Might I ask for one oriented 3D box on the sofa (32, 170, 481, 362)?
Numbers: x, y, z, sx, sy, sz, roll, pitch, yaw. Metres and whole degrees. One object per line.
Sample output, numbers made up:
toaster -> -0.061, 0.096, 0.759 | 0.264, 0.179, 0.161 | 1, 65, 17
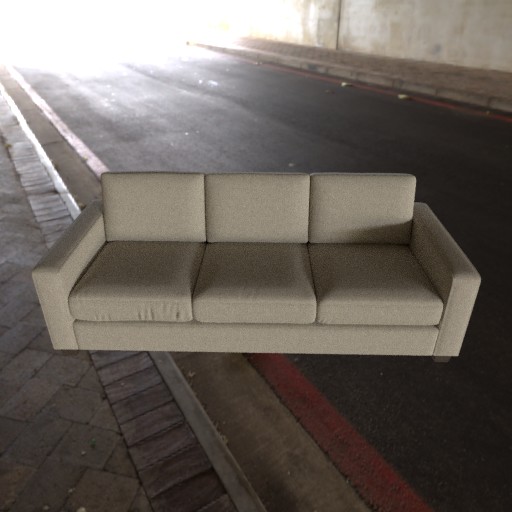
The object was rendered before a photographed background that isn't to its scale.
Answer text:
sofa -> 0.000, 0.000, 2.554 | 2.160, 0.800, 0.900 | 1, 30, 1
